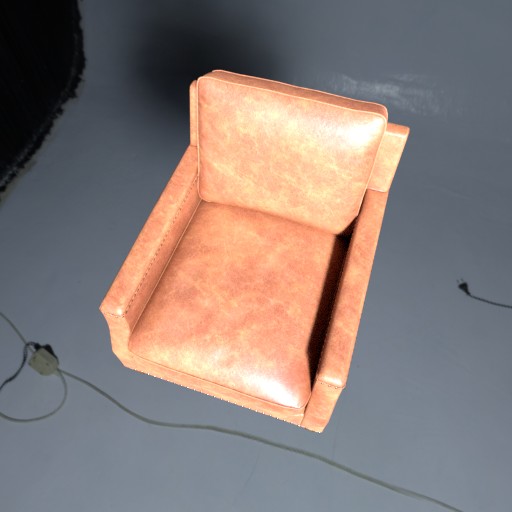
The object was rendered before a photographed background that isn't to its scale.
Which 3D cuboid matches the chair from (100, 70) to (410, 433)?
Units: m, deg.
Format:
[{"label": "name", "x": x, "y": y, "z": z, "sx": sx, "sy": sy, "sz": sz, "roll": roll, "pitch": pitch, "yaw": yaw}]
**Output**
[{"label": "chair", "x": 0.000, "y": 0.000, "z": 1.703, "sx": 0.853, "sy": 0.943, "sz": 1.014, "roll": 16, "pitch": 60, "yaw": 9}]
